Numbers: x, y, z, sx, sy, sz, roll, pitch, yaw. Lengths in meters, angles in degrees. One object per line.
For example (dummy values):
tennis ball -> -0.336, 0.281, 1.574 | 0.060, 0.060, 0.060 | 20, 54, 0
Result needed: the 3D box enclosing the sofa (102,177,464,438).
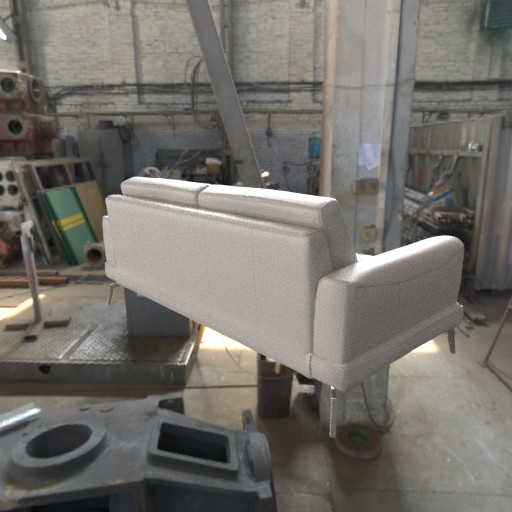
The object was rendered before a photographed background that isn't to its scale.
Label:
sofa -> 0.000, 0.000, 2.754 | 1.121, 0.930, 2.177 | -13, 19, -41
